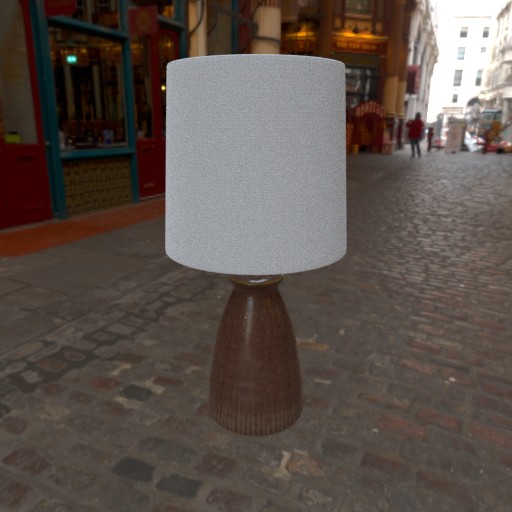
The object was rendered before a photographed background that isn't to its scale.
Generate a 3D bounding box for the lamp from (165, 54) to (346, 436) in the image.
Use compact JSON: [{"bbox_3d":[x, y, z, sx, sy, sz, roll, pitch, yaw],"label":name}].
[{"bbox_3d":[0.000,0.000,0.468,0.186,0.369,0.186,0,17,0],"label":"lamp"}]
